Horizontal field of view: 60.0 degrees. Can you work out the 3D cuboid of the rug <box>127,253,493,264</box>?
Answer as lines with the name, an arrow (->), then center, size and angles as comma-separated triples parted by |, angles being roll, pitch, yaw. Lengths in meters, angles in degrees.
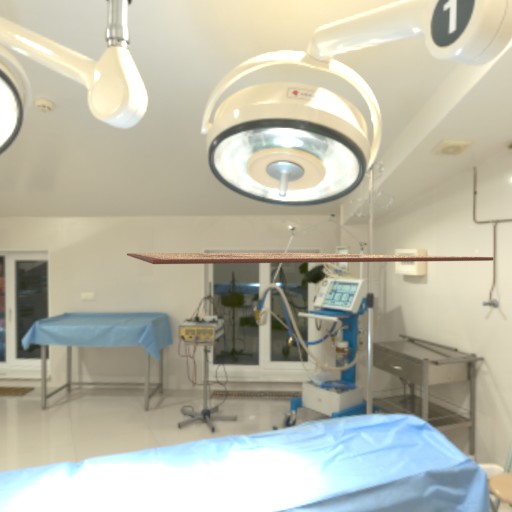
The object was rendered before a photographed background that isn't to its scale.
rug -> 0.000, 0.000, 5.725 | 3.033, 0.033, 4.578 | 0, 1, -18
